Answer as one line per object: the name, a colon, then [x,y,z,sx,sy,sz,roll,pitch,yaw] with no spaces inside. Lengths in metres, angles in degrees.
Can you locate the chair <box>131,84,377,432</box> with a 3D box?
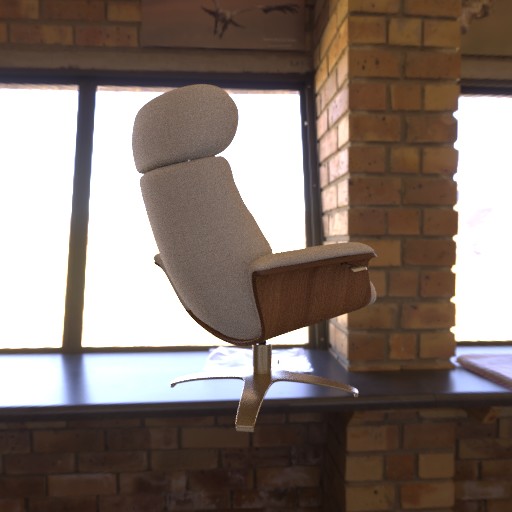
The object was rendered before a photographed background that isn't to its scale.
chair: [0.000,0.000,1.603,0.837,0.995,0.785,-1,2,-35]
